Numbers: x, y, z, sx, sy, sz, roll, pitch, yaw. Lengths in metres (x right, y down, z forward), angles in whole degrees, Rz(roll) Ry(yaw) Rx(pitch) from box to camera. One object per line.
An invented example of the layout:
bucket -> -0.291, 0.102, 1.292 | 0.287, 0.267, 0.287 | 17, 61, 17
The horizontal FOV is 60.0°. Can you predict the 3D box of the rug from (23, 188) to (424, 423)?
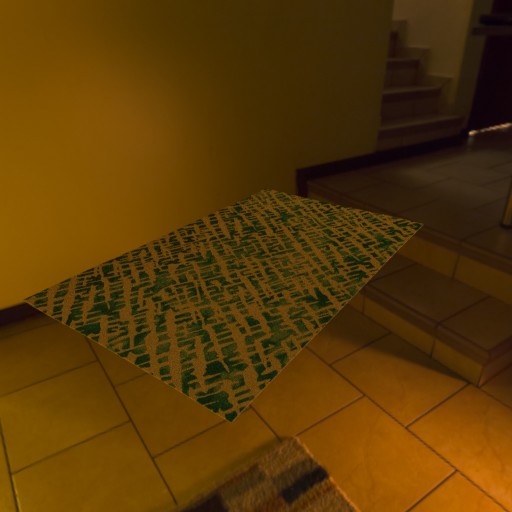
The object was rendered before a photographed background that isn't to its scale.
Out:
rug -> 0.000, 0.000, 3.024 | 1.520, 0.011, 2.447 | 18, 32, 31
